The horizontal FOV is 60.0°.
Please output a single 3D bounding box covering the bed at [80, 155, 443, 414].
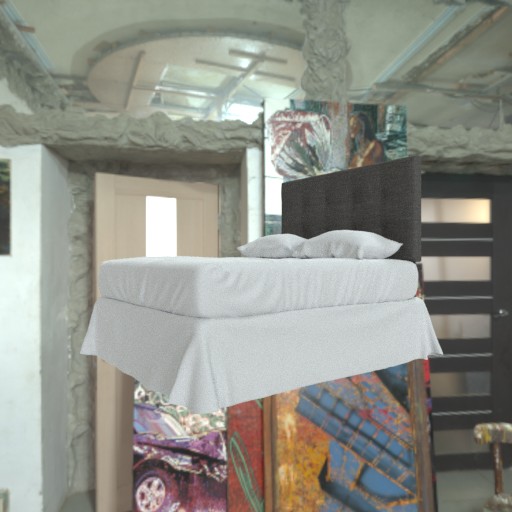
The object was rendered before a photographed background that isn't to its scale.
[{"bbox_3d":[0.000,0.000,3.503,2.222,1.577,1.936,0,0,-37],"label":"bed"}]
